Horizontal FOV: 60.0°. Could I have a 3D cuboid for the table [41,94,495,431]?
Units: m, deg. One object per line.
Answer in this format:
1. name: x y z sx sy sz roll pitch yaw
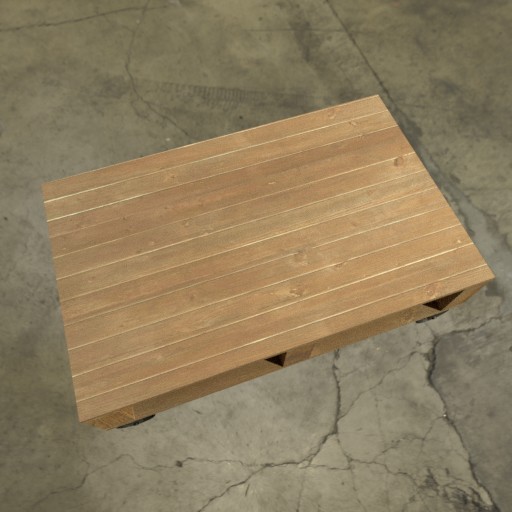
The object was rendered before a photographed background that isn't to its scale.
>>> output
1. table: 0.000 0.000 1.651 1.299 0.413 0.827 -17 65 -8
